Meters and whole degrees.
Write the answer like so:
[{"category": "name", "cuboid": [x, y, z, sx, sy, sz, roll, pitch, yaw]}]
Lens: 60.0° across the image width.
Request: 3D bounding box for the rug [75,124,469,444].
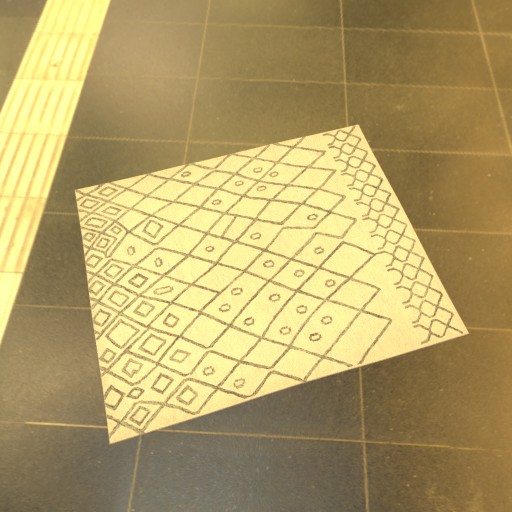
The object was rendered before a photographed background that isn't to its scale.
[{"category": "rug", "cuboid": [0.000, 0.000, 4.090, 3.046, 0.015, 2.446, -15, 64, -7]}]
